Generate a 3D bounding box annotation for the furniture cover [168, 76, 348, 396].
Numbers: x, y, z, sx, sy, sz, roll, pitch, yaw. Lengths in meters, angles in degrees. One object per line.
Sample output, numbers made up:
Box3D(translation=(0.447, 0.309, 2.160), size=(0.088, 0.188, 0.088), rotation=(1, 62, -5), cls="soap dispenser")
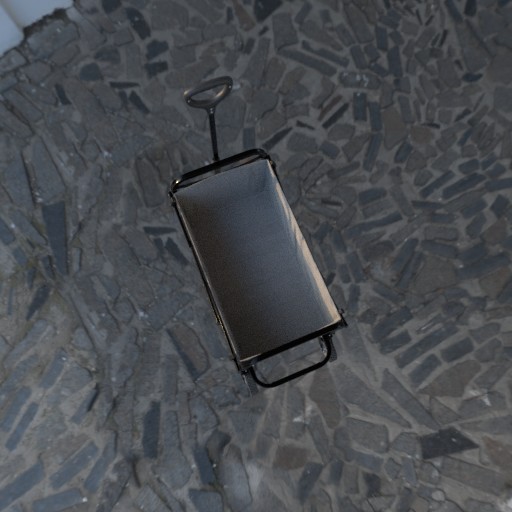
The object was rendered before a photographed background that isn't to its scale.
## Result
Box3D(translation=(0.000, 0.000, 1.816), size=(0.532, 1.295, 1.038), rotation=(-22, 76, -6), cls="furniture cover")
